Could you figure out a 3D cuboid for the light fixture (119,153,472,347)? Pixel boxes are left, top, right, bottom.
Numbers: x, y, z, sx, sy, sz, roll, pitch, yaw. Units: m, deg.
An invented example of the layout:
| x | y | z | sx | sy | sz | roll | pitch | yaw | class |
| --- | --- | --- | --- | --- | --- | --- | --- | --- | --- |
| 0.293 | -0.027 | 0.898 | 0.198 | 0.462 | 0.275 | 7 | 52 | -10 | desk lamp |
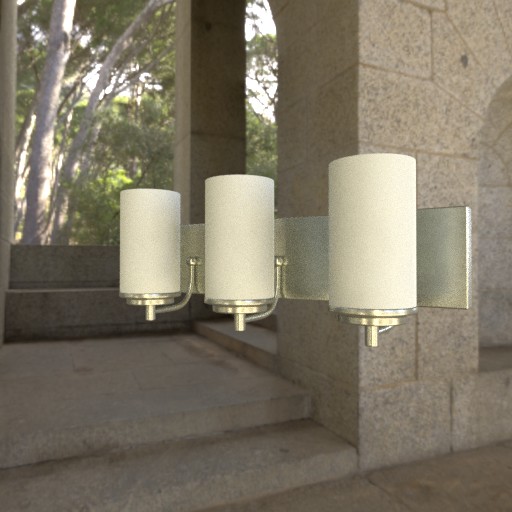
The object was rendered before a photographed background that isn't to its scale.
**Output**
| x | y | z | sx | sy | sz | roll | pitch | yaw | class |
| --- | --- | --- | --- | --- | --- | --- | --- | --- | --- |
| 0.000 | 0.000 | 0.537 | 0.451 | 0.172 | 0.145 | -1 | -1 | 36 | light fixture |
